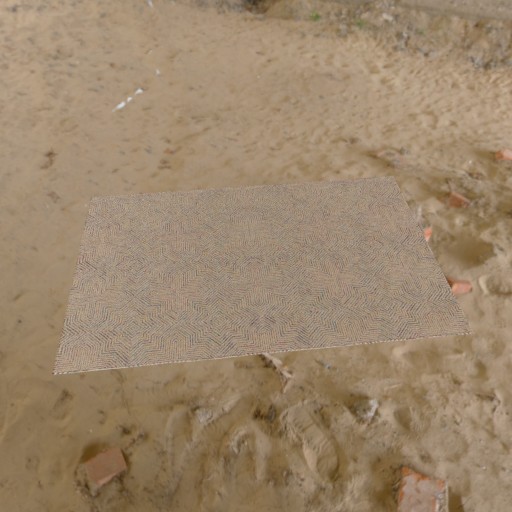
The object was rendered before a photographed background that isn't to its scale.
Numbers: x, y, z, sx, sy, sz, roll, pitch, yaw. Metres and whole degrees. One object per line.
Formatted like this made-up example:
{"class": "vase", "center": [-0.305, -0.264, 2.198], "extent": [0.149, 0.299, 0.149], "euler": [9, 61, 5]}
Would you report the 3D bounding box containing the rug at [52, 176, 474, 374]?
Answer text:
{"class": "rug", "center": [0.000, 0.000, 3.042], "extent": [2.428, 0.007, 1.519], "euler": [-5, 48, -4]}
